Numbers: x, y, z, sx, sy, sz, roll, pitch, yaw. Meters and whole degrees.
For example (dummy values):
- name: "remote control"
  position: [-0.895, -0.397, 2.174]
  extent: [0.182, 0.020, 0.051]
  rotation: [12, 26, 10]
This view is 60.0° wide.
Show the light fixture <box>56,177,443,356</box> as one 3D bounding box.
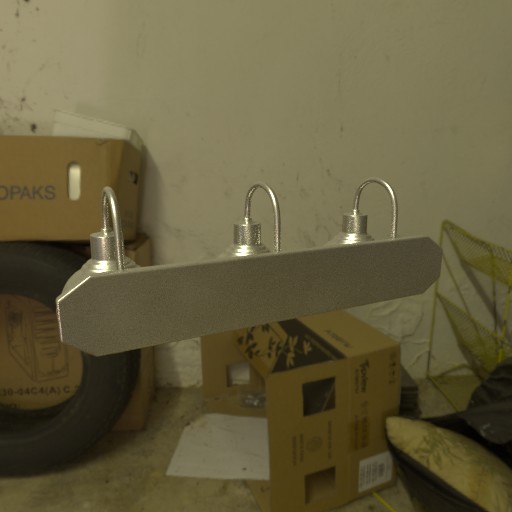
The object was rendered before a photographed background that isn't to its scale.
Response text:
- name: "light fixture"
  position: [0.000, 0.000, 0.754]
  extent: [0.634, 0.254, 0.229]
  rotation: [-7, 15, -26]
